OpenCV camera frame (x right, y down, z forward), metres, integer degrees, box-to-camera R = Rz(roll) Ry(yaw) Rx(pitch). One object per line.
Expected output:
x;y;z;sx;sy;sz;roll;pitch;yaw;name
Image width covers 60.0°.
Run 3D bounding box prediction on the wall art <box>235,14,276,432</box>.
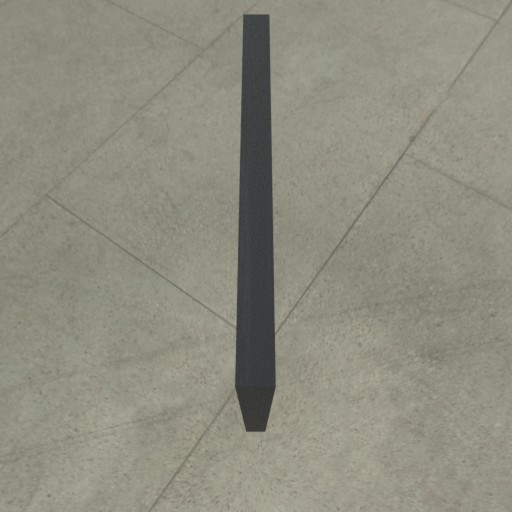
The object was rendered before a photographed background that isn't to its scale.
0.000;0.000;0.740;0.037;0.507;0.509;0;64;0;wall art
